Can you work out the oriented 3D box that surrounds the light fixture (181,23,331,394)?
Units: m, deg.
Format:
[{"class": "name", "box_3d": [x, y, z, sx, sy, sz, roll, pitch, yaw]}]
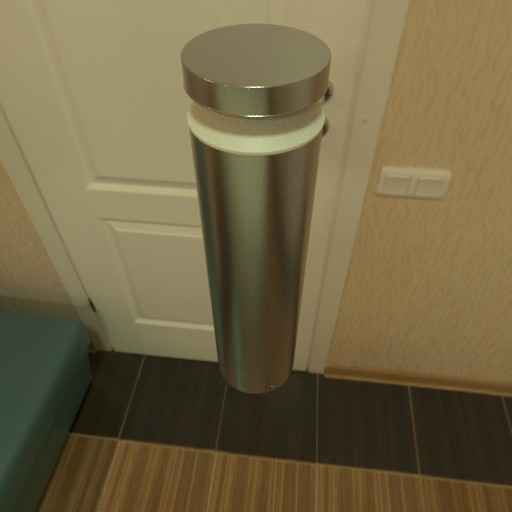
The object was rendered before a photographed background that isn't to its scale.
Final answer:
[{"class": "light fixture", "box_3d": [0.000, 0.000, 0.442, 0.102, 0.400, 0.102, -17, 49, -15]}]
